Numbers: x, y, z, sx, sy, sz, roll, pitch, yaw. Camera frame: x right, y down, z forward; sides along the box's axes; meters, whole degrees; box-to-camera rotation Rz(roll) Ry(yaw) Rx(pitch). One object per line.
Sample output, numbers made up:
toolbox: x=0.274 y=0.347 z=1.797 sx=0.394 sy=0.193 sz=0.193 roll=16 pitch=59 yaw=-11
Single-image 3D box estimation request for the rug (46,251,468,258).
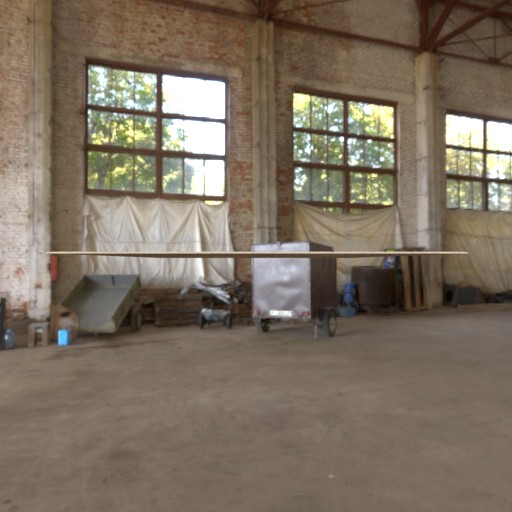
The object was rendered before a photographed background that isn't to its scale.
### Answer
rug: x=0.000 y=0.000 z=3.967 sx=2.363 sy=0.012 sz=2.980 roll=0 pitch=-1 yaw=0
